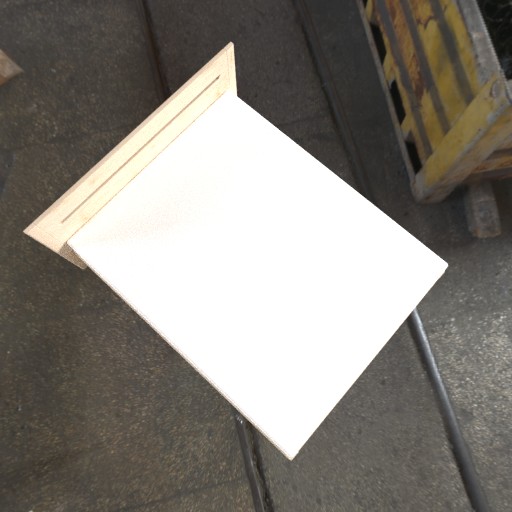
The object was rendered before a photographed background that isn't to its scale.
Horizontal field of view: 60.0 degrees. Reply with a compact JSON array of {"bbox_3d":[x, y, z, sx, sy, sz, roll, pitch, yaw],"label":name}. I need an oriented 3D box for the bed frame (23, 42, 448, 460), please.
[{"bbox_3d":[0.000,0.000,3.041,2.080,0.900,1.800,41,79,10],"label":"bed frame"}]
